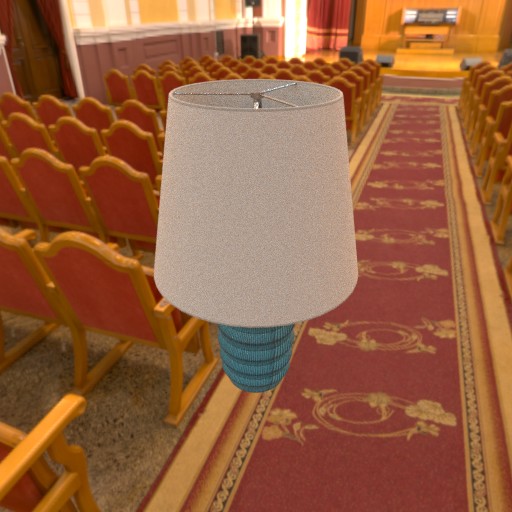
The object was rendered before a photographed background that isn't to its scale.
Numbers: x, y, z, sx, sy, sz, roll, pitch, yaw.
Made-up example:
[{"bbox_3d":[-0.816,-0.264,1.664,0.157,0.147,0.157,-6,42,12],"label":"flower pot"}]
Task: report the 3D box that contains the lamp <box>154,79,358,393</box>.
[{"bbox_3d":[0.000,0.000,0.557,0.254,0.392,0.254,0,29,0],"label":"lamp"}]
